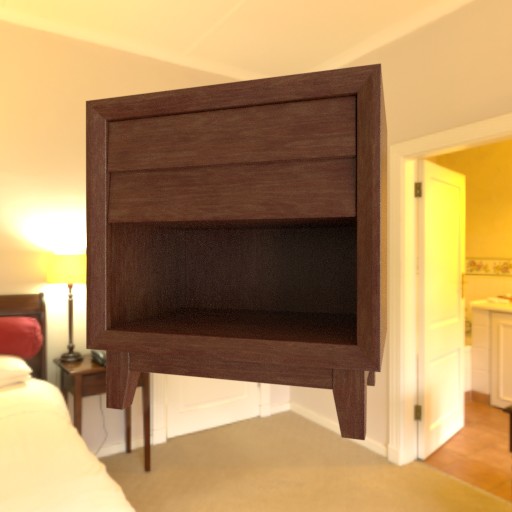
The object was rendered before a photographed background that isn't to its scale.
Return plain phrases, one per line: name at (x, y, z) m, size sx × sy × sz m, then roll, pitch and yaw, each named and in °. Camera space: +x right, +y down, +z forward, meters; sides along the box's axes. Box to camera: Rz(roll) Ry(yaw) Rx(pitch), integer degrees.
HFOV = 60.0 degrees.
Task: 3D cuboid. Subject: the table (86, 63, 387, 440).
table at (0.000, 0.000, 0.998) m, size 0.557 × 0.609 × 0.449 m, roll 0°, pitch 0°, yaw 18°
